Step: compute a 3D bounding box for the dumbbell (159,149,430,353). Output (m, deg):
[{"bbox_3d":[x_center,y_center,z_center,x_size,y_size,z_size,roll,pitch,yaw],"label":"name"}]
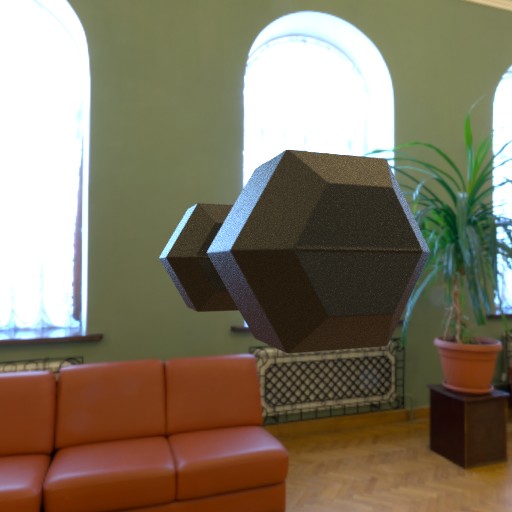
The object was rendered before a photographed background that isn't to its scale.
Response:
[{"bbox_3d":[0.000,0.000,0.420,0.141,0.123,0.356,0,-1,-20],"label":"dumbbell"}]
